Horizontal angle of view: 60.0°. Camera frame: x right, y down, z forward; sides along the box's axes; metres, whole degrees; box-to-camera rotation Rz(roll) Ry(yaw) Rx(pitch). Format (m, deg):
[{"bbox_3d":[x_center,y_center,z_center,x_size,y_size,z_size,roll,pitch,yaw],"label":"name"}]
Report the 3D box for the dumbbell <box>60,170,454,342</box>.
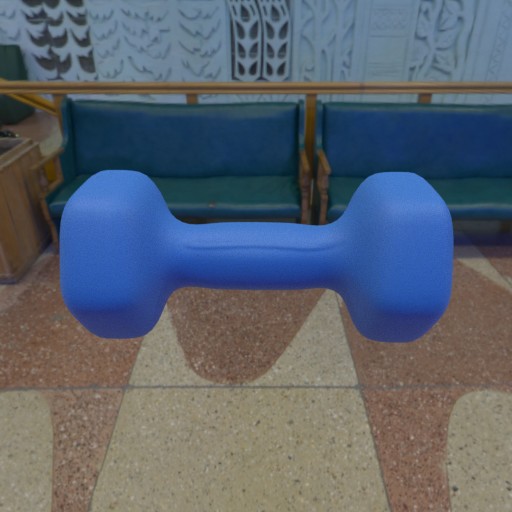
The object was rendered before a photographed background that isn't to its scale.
[{"bbox_3d":[0.000,0.000,0.264,0.212,0.093,0.103,1,31,2],"label":"dumbbell"}]
